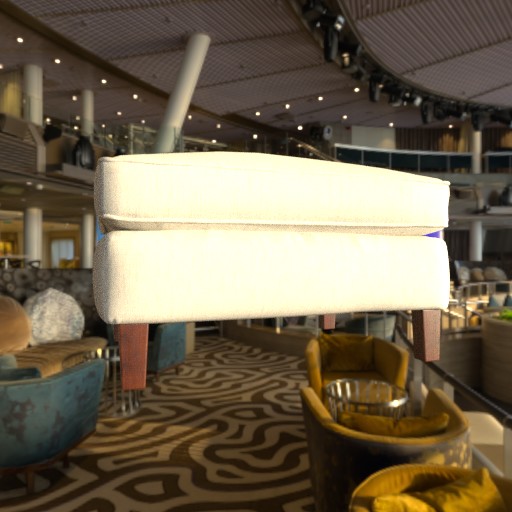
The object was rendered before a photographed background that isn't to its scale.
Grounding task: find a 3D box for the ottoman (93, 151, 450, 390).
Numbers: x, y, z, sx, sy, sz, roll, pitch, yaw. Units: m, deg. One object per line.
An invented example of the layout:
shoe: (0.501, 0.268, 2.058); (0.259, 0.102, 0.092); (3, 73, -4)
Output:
ottoman: (0.000, 0.000, 0.966); (0.665, 0.406, 0.501); (0, 0, -19)
